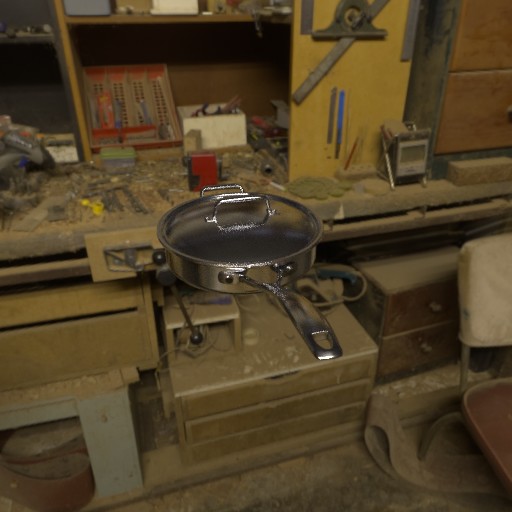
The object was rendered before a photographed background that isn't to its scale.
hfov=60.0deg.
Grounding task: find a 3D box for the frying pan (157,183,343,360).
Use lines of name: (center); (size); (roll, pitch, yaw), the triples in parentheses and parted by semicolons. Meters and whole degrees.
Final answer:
frying pan: (0.000, 0.000, 0.668); (0.280, 0.114, 0.561); (-7, 31, -13)
